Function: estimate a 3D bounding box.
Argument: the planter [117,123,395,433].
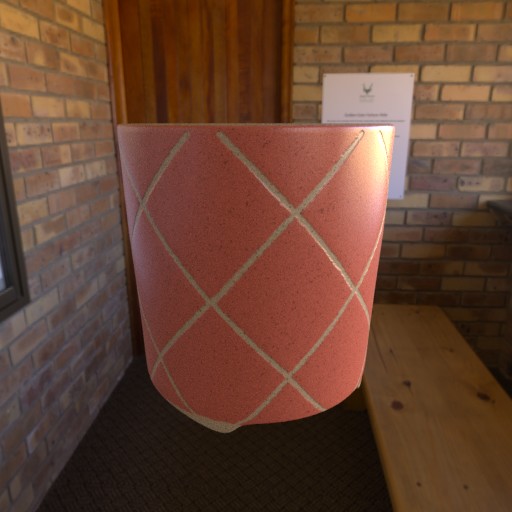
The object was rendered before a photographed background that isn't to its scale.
[{"bbox_3d":[0.000,0.000,0.410,0.227,0.235,0.227,0,16,0],"label":"planter"}]
